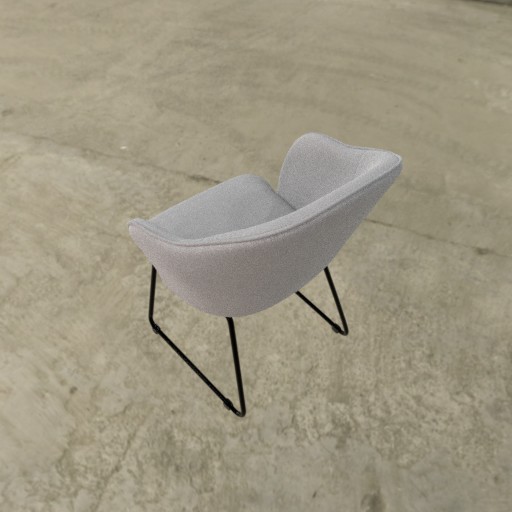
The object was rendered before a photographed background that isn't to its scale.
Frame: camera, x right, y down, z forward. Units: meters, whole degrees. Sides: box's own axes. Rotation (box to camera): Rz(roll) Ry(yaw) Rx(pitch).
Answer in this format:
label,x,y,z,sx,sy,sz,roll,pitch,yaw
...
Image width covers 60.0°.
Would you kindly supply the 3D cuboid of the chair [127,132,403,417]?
label,x,y,z,sx,sy,sz,roll,pitch,yaw
chair,0.000,0.000,1.204,0.570,0.817,0.592,-32,54,-27
